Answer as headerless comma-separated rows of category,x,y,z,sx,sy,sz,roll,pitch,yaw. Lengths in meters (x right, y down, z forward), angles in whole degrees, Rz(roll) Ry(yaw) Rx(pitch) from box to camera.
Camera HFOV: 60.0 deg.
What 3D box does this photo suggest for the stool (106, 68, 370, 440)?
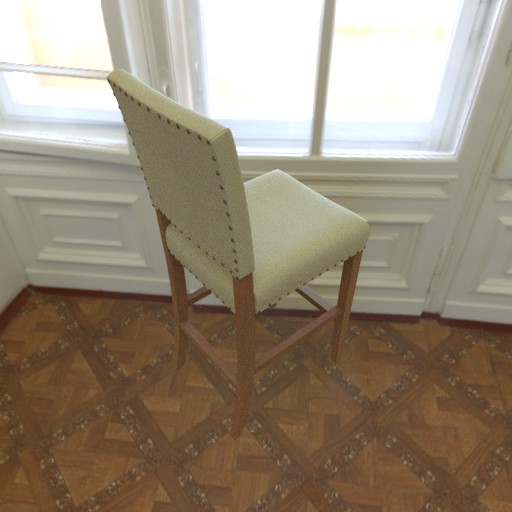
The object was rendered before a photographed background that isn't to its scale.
stool,0.000,0.000,1.431,0.584,1.168,0.445,-29,48,-29
